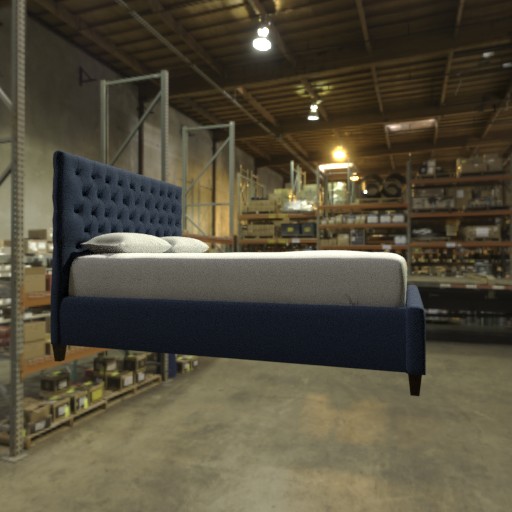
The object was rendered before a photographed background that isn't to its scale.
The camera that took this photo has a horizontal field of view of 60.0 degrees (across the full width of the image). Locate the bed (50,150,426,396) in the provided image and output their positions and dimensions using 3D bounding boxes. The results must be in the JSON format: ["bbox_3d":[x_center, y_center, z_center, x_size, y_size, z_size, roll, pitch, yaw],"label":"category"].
[{"bbox_3d":[0.000,0.000,3.408,2.387,1.427,1.706,0,0,19],"label":"bed"}]
